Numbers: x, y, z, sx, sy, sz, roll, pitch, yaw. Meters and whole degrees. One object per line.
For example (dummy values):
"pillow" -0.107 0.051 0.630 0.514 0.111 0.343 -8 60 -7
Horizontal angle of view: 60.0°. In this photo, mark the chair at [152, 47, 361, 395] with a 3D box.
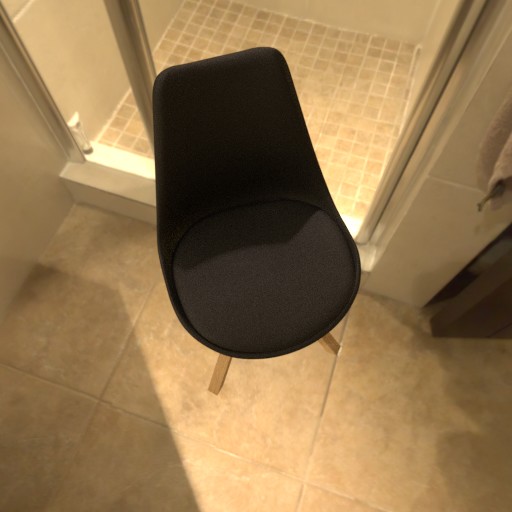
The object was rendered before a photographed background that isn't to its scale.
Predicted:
"chair" 0.000 0.000 1.178 0.485 0.850 0.549 -16 65 -8
